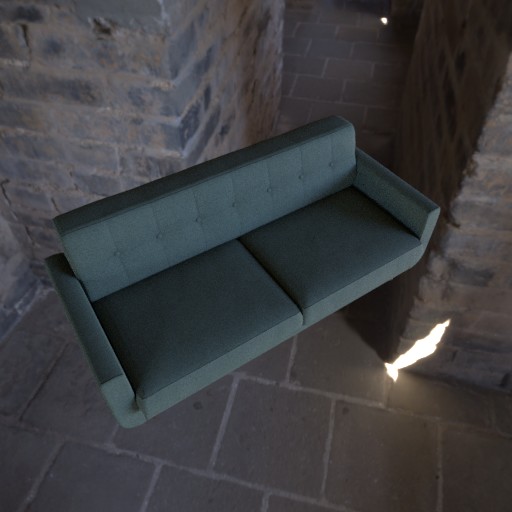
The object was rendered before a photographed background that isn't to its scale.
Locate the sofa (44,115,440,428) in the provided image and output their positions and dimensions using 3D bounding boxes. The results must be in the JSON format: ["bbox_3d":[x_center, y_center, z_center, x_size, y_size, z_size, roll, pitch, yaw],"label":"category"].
[{"bbox_3d":[0.000,0.000,2.498,2.029,0.841,0.909,-26,52,-22],"label":"sofa"}]
